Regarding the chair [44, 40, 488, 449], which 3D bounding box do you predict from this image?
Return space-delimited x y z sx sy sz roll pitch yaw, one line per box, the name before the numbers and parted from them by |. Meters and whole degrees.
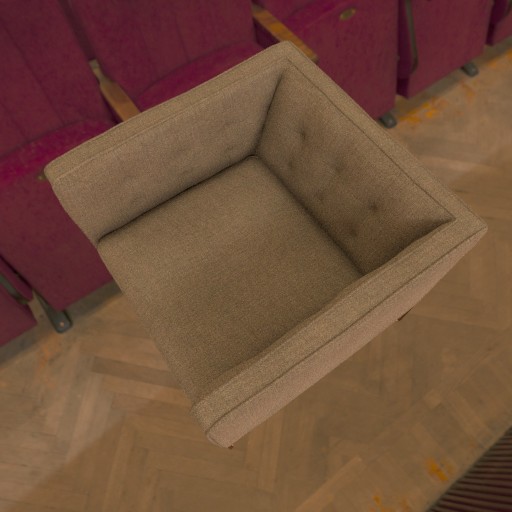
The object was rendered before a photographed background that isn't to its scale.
chair | 0.000 0.000 1.566 0.912 0.799 0.920 -33 69 -15
